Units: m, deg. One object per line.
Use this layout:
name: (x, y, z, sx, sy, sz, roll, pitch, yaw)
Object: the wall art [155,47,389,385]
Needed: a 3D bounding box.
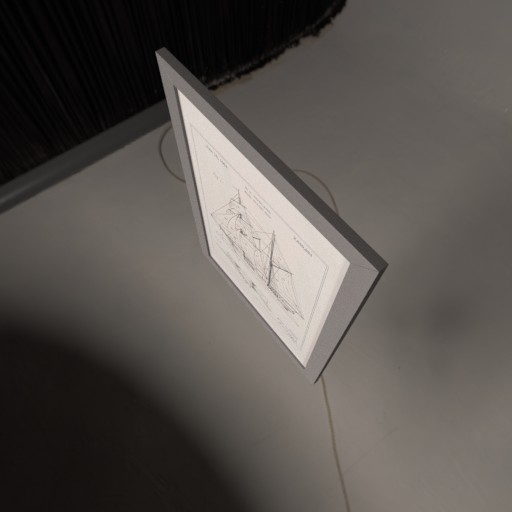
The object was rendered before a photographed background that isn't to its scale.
wall art: (0.000, 0.000, 0.713, 0.013, 0.534, 0.380, -35, 68, -16)
